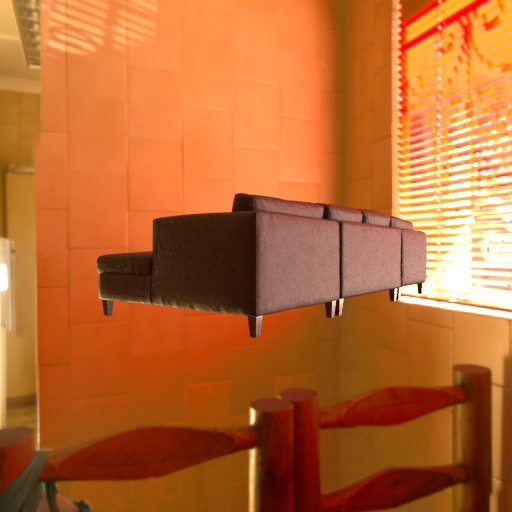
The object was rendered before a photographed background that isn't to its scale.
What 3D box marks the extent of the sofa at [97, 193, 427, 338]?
[{"bbox_3d":[0.000,0.000,4.703,2.593,0.923,3.460,1,1,37],"label":"sofa"}]
